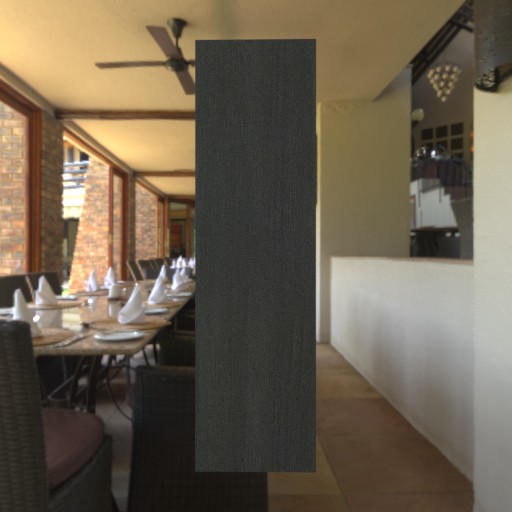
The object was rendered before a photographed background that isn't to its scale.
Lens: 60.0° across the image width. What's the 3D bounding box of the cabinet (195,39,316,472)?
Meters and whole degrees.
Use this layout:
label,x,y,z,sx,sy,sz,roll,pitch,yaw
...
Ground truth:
label,x,y,z,sx,sy,sz,roll,pitch,yaw
cabinet,0.000,0.000,1.949,0.500,1.790,0.230,0,0,1
